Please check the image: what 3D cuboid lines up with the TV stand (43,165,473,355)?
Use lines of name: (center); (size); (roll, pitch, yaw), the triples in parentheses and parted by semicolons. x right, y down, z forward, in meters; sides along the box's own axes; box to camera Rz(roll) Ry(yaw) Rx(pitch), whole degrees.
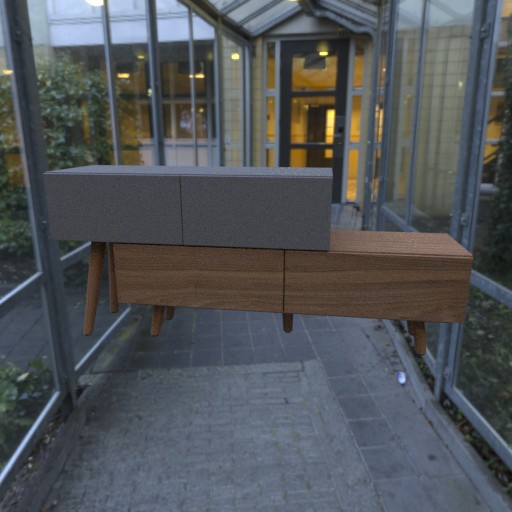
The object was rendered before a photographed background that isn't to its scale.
TV stand: (0.000, 0.000, 1.558); (1.336, 0.591, 0.329); (2, 16, 8)
